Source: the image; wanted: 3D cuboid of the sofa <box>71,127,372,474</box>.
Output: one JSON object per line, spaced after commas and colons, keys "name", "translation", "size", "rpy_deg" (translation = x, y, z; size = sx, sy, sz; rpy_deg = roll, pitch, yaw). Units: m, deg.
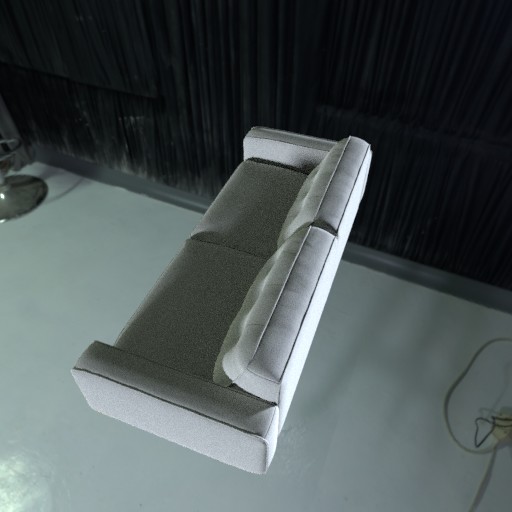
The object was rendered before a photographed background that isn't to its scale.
{"name": "sofa", "translation": [0.000, 0.000, 2.707], "size": [0.956, 0.781, 2.270], "rpy_deg": [15, 48, 14]}
